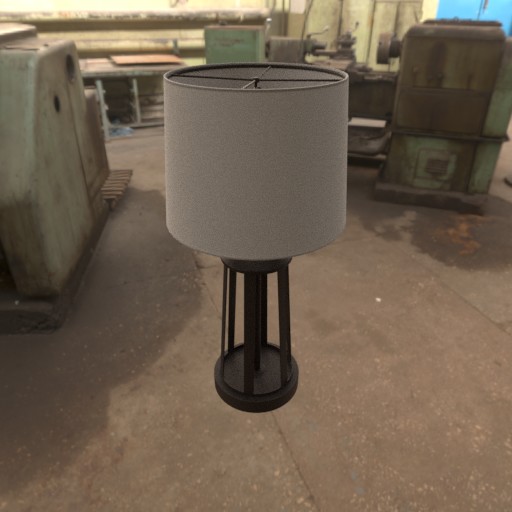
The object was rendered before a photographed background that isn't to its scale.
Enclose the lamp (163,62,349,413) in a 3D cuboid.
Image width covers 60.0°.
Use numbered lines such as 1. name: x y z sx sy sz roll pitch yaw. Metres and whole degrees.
1. lamp: 0.000 0.000 0.662 0.251 0.509 0.251 0 30 0
